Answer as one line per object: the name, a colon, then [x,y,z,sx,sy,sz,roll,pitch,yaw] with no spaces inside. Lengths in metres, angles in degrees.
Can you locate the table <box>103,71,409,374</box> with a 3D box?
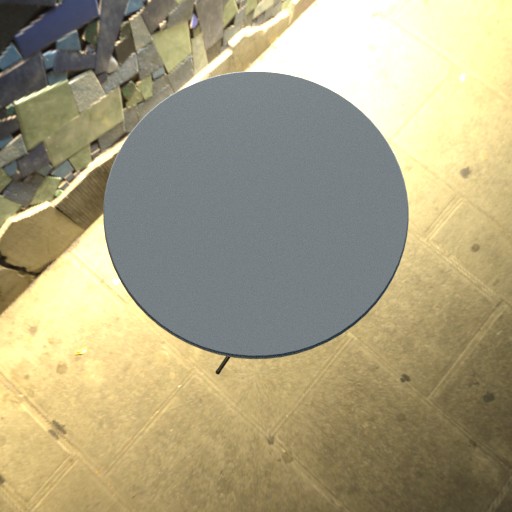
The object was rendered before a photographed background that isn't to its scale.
table: [0.000,0.000,1.679,0.795,1.105,0.792,-33,78,-8]
